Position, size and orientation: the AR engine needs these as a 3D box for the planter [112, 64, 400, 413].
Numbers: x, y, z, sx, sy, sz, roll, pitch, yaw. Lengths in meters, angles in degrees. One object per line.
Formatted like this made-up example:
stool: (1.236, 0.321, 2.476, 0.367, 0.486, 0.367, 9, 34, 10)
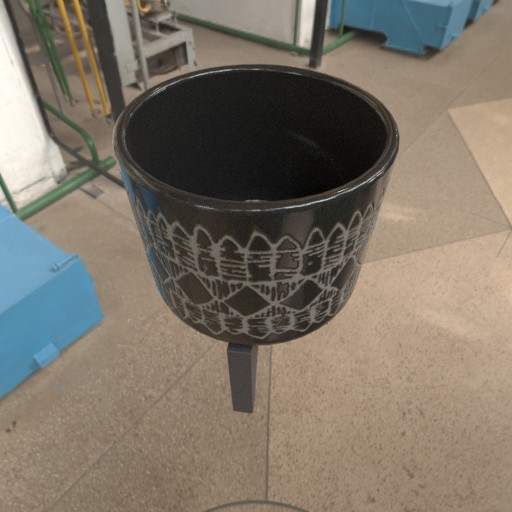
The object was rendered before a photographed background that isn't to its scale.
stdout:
planter: (0.000, 0.000, 0.265, 0.129, 0.177, 0.129, 0, 45, 0)
